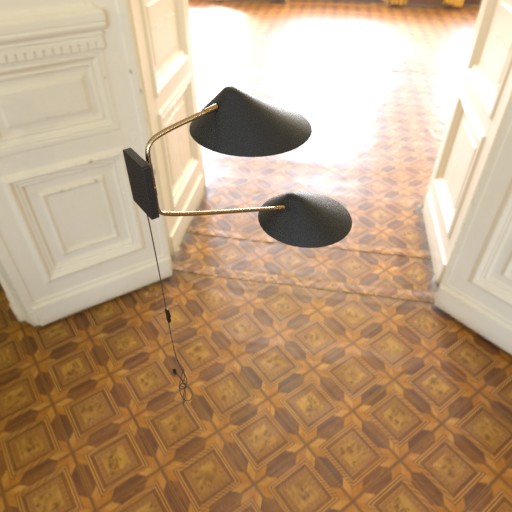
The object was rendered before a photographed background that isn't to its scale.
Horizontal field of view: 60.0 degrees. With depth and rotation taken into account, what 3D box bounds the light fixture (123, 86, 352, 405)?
[{"bbox_3d":[0.000,0.000,0.852,0.422,0.665,0.189,-26,47,-26],"label":"light fixture"}]
